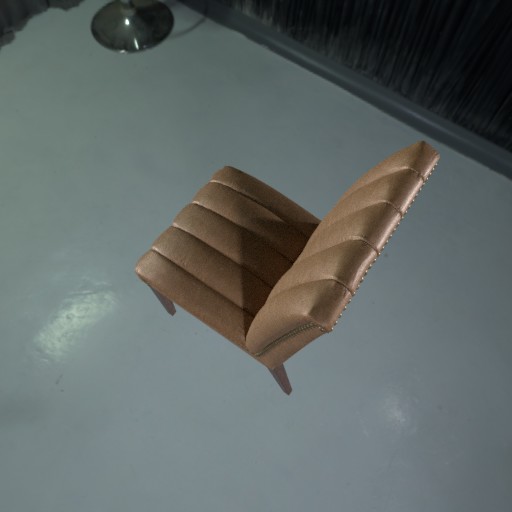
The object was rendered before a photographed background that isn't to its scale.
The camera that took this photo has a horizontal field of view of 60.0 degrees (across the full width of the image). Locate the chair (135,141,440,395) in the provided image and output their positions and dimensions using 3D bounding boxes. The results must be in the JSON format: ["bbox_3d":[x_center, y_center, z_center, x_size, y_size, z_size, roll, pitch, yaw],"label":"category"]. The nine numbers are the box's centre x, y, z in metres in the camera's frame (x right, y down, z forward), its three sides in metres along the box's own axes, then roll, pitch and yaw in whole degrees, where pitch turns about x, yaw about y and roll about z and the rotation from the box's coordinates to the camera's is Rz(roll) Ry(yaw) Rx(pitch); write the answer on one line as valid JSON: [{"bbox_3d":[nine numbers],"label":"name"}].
[{"bbox_3d":[0.000,0.000,1.385,0.647,1.016,0.511,32,69,14],"label":"chair"}]
